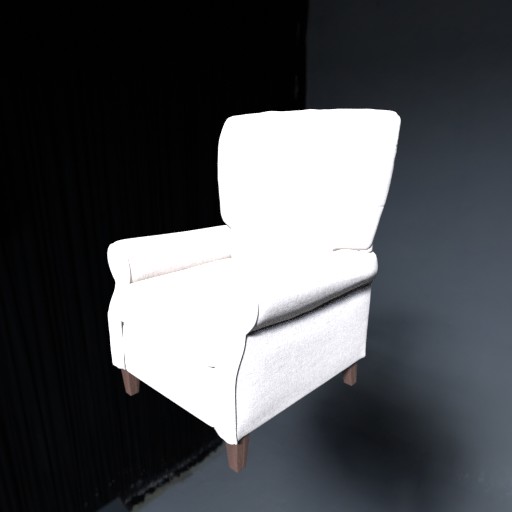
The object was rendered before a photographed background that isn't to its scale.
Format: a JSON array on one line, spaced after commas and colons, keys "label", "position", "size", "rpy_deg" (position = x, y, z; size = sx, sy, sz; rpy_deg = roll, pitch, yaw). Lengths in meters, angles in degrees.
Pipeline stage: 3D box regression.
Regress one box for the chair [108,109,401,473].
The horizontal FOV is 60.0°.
[{"label": "chair", "position": [0.000, 0.000, 1.887], "size": [0.942, 1.209, 1.025], "rpy_deg": [14, 21, 42]}]
